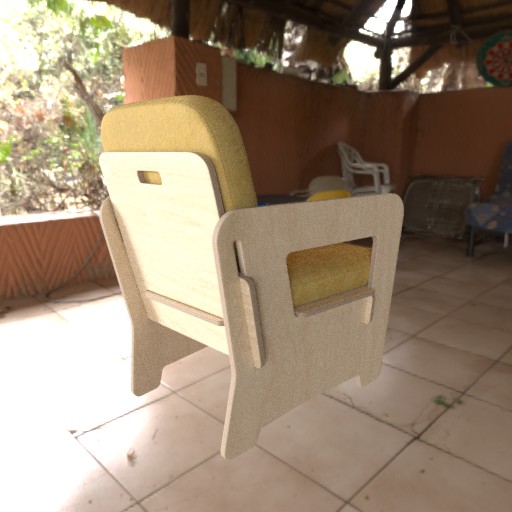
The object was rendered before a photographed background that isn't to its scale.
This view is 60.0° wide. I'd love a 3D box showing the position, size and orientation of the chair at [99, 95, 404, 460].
[{"bbox_3d":[0.000,0.000,1.267,0.590,0.800,0.710,12,18,43],"label":"chair"}]
